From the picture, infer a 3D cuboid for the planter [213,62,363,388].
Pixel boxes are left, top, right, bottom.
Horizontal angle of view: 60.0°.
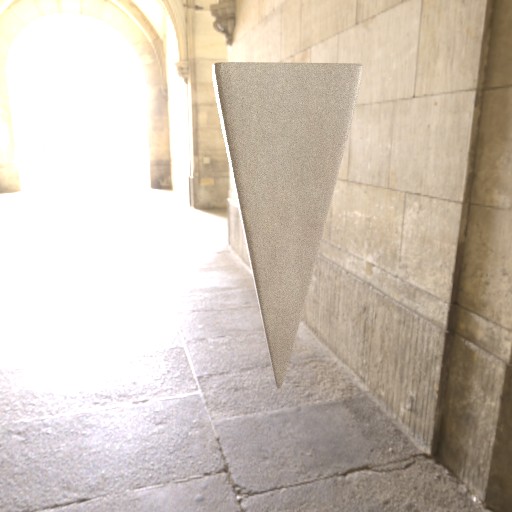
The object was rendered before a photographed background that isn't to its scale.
[{"bbox_3d":[0.000,0.000,0.275,0.101,0.224,0.081,8,17,27],"label":"planter"}]
